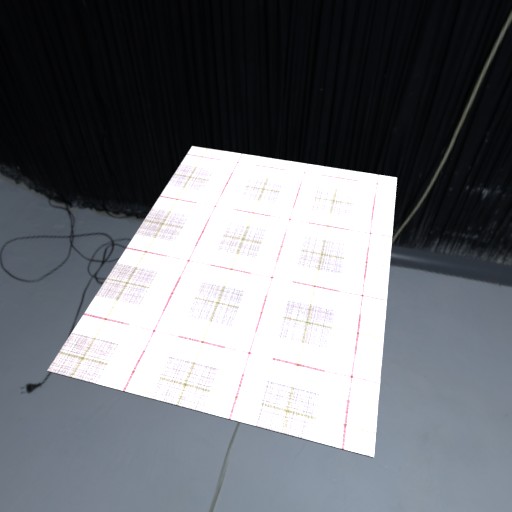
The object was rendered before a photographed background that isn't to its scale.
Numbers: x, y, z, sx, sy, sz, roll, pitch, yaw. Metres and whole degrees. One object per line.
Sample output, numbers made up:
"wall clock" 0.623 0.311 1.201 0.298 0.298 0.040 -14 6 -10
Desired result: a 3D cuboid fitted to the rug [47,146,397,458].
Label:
"rug" 0.000 0.000 3.956 2.317 0.016 2.959 11 48 10
